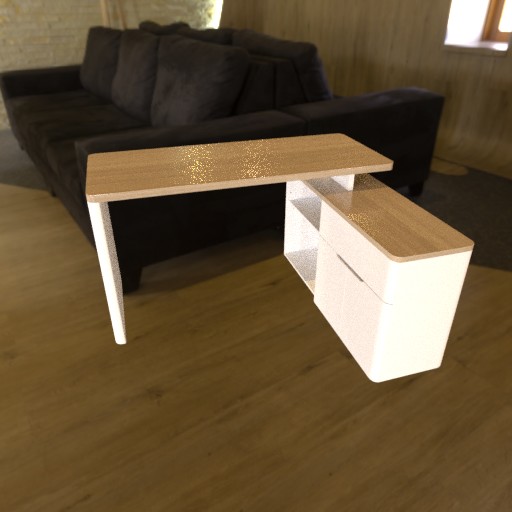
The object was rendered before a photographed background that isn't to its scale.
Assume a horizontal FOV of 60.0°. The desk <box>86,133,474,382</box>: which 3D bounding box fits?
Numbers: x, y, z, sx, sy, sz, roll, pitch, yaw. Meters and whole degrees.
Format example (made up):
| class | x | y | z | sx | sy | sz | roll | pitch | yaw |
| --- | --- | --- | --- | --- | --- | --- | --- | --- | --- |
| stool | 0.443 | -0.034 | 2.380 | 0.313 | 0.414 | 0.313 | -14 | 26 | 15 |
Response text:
| class | x | y | z | sx | sy | sz | roll | pitch | yaw |
| --- | --- | --- | --- | --- | --- | --- | --- | --- | --- |
| desk | 0.000 | 0.000 | 2.106 | 1.400 | 0.770 | 1.175 | -9 | 31 | -15 |
